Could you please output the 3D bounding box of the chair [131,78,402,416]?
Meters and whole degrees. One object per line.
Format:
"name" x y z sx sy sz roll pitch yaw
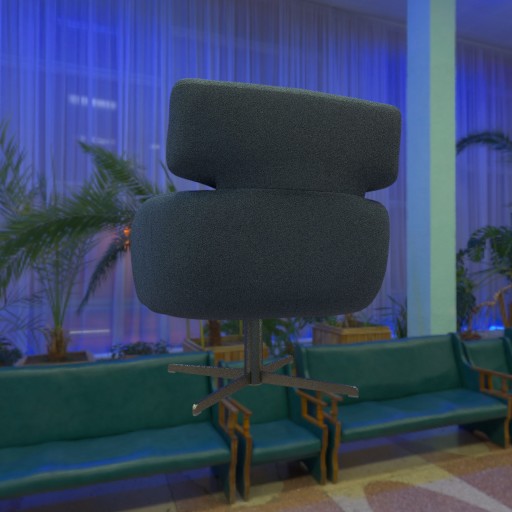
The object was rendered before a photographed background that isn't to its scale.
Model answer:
"chair" 0.000 0.000 1.400 0.738 0.813 0.761 0 -1 -19
